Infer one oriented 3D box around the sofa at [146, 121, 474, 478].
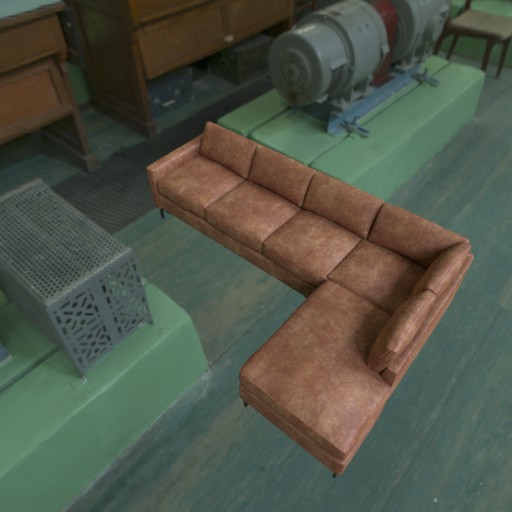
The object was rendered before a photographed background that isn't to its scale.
[{"bbox_3d":[0.000,0.000,3.796,2.984,0.877,1.938,31,54,26],"label":"sofa"}]
